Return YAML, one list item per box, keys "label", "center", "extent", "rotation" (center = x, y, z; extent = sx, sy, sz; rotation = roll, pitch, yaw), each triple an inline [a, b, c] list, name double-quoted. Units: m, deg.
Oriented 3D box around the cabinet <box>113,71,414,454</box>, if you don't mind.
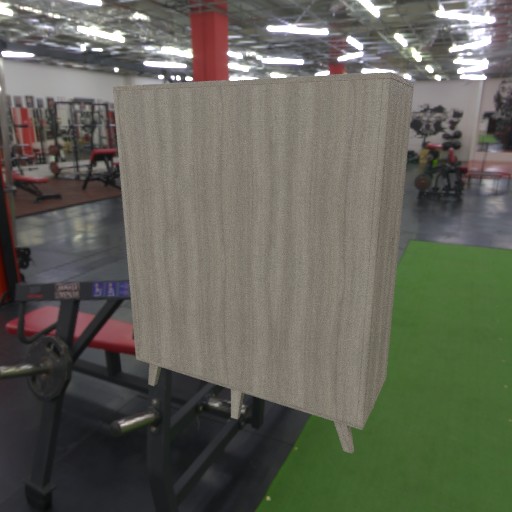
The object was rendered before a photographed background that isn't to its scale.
- label: "cabinet"
  center: [0.000, 0.000, 1.916]
  extent: [1.111, 1.388, 0.398]
  rotation: [9, 19, 27]
